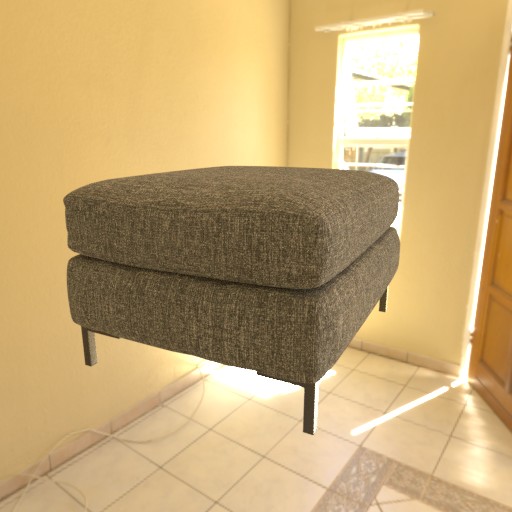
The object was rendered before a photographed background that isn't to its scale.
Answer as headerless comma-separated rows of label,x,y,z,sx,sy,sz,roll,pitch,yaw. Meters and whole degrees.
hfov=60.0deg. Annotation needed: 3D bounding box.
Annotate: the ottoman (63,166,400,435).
ottoman,0.000,0.000,1.251,0.683,0.480,0.828,7,17,26
